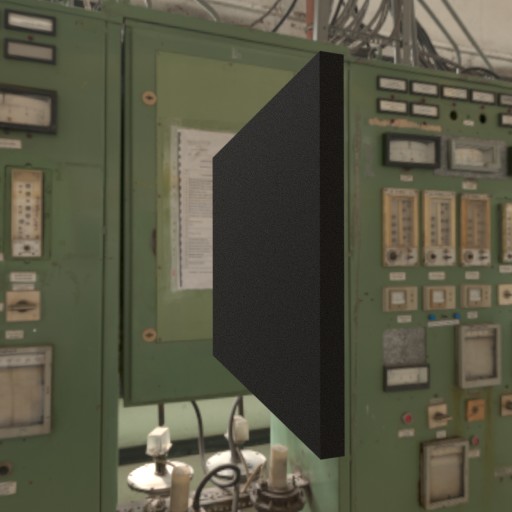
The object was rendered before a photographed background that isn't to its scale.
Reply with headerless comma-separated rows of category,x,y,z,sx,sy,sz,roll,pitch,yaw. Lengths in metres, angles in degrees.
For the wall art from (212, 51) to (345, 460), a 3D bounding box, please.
wall art,0.000,0.000,0.765,0.031,0.457,0.558,0,0,-18
